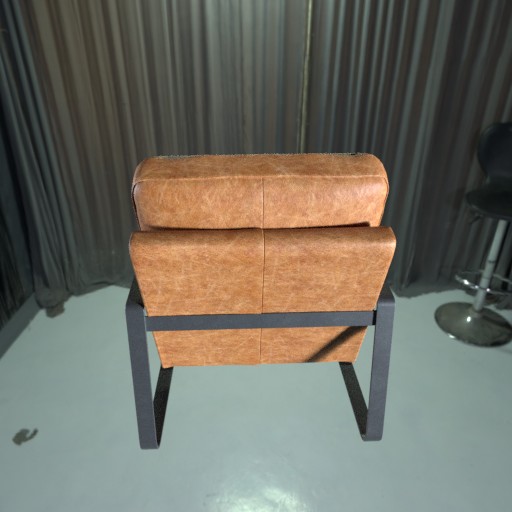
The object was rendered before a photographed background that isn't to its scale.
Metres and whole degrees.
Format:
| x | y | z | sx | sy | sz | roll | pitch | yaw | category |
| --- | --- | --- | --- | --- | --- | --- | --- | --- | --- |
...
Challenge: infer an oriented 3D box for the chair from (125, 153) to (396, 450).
| x | y | z | sx | sy | sz | roll | pitch | yaw | category |
| --- | --- | --- | --- | --- | --- | --- | --- | --- | --- |
| 0.000 | 0.000 | 1.367 | 0.651 | 0.777 | 0.801 | -1 | 29 | -2 | chair |
